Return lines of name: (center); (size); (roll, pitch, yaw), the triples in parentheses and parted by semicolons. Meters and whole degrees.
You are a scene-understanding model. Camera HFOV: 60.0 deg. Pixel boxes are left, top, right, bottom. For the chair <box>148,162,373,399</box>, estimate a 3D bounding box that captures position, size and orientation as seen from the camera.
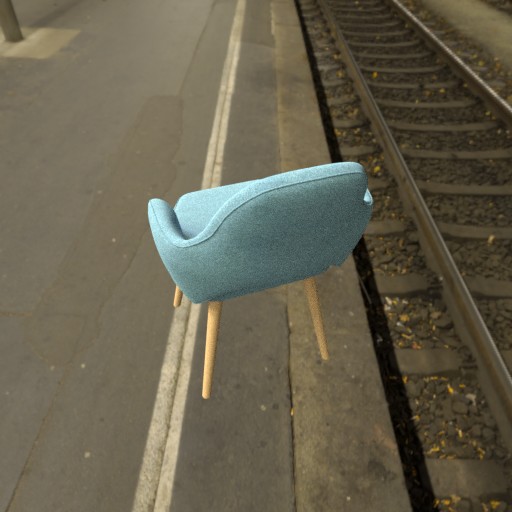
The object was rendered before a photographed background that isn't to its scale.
chair: (0.000, 0.000, 1.354); (0.589, 0.920, 0.666); (-14, 42, -15)
